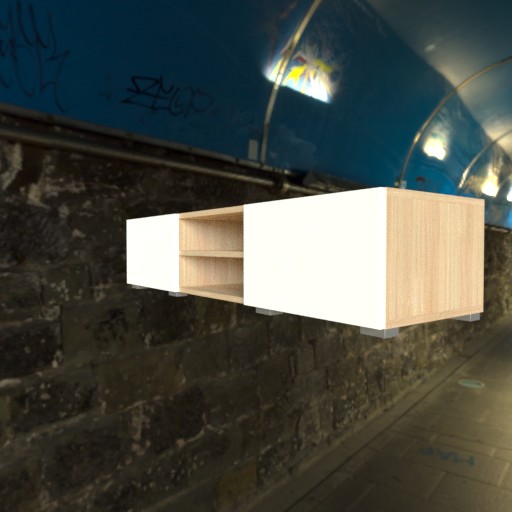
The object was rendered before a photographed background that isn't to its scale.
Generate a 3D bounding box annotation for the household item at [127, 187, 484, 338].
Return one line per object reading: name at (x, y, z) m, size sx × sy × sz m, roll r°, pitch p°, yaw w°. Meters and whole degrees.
household item at (0.000, 0.000, 1.577) m, size 0.420 × 0.310 × 1.400 m, roll -1°, pitch 2°, yaw -37°
